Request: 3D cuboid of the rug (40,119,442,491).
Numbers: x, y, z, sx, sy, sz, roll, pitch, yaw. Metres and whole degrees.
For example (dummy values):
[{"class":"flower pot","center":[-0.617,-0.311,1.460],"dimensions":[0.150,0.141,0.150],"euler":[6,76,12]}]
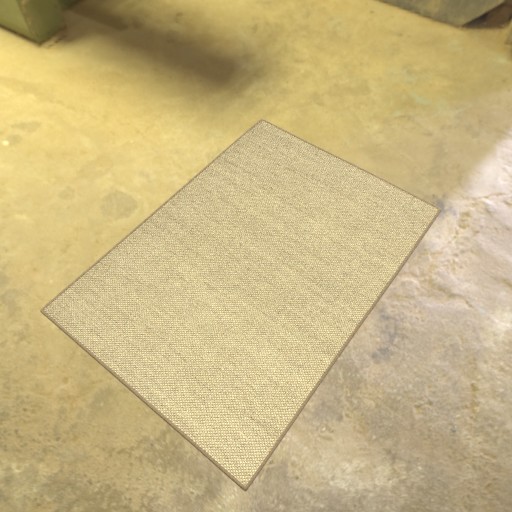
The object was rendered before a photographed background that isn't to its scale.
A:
[{"class":"rug","center":[0.000,0.000,2.748],"dimensions":[1.517,0.013,2.115],"euler":[33,62,20]}]
